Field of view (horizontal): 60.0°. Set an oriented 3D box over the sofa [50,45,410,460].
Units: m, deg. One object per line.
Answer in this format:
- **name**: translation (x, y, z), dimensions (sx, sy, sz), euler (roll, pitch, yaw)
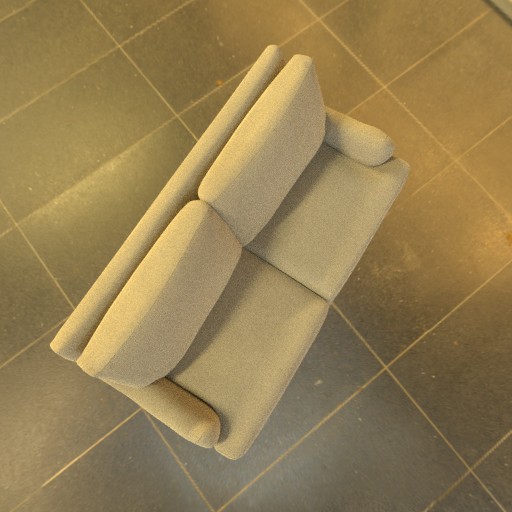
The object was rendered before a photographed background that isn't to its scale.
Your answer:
- **sofa**: translation (0.000, 0.000, 2.620), dimensions (1.091, 0.997, 2.070), euler (32, 78, 7)
